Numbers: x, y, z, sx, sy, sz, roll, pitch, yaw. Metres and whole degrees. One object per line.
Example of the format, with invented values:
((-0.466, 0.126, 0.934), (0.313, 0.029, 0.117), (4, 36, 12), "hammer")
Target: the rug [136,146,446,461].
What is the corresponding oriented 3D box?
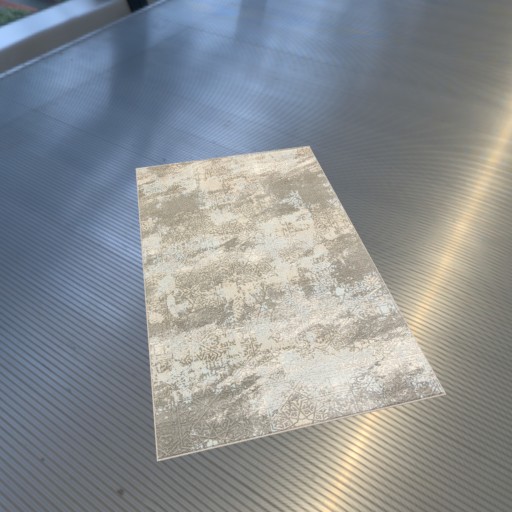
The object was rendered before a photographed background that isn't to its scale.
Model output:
((0.000, 0.000, 3.065), (1.536, 0.012, 2.431), (-9, 48, -9), "rug")
